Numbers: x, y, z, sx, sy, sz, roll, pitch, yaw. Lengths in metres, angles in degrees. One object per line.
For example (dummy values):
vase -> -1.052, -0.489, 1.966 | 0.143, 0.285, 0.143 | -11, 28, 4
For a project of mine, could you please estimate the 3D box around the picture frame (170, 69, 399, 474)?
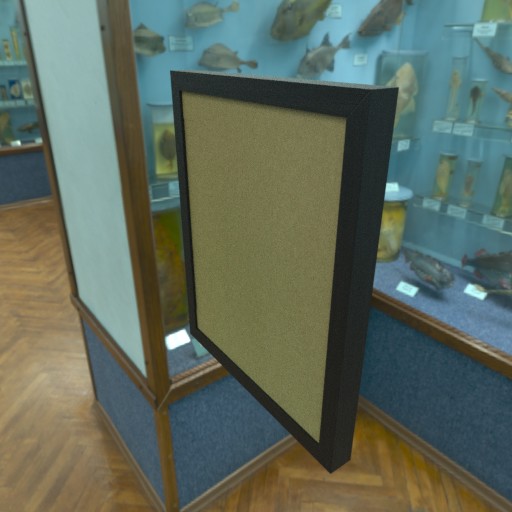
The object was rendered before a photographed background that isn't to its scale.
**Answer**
picture frame -> 0.000, 0.000, 0.739 | 0.044, 0.555, 0.452 | -17, 30, -32
